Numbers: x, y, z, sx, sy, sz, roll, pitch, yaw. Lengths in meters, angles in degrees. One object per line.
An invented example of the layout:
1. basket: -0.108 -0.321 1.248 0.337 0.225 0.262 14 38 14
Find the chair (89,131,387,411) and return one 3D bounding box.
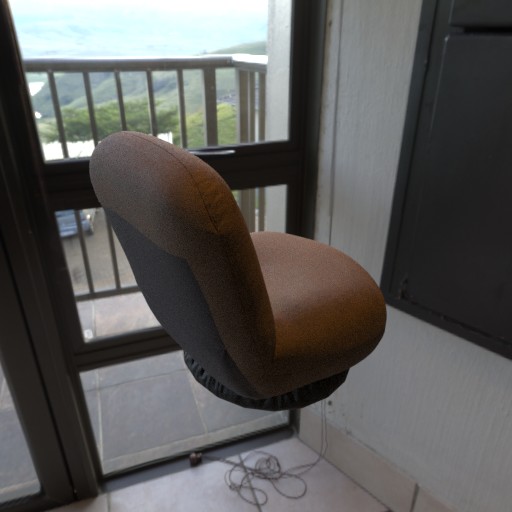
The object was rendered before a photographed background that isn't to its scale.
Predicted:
1. chair: 0.000 0.000 1.011 0.597 0.594 0.521 -19 32 -33
